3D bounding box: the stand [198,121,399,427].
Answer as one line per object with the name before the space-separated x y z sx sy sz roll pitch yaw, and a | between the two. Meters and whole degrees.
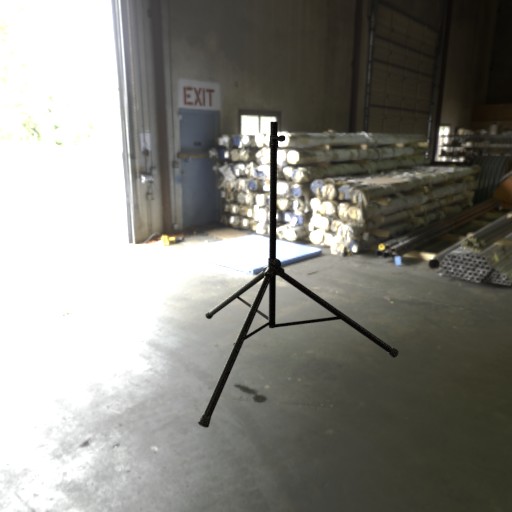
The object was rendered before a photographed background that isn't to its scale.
stand | 0.000 0.000 2.728 1.596 1.595 1.339 8 17 27
